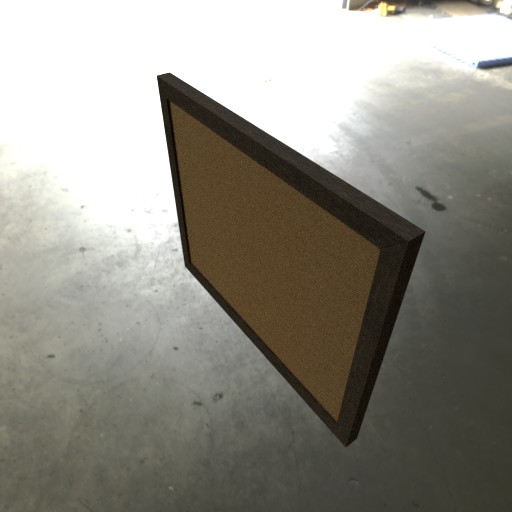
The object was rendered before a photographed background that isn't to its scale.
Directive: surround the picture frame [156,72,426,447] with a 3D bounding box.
[{"bbox_3d":[0.000,0.000,0.759,0.026,0.455,0.546,-26,48,-26],"label":"picture frame"}]
